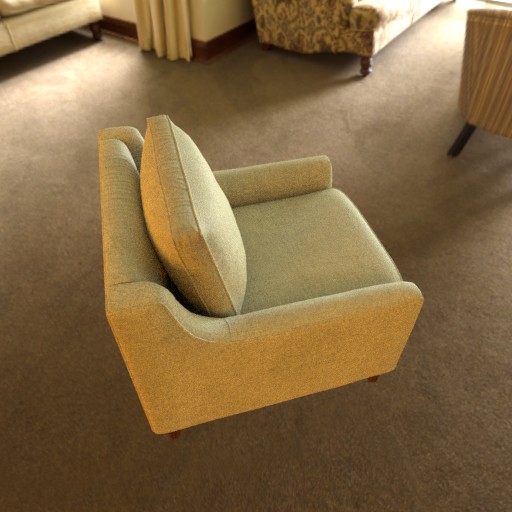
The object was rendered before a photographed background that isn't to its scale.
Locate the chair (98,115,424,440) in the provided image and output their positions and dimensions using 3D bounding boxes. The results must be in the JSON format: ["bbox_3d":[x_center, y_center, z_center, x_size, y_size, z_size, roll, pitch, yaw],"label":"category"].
[{"bbox_3d":[0.000,0.000,1.580,0.918,0.864,0.838,-11,47,-11],"label":"chair"}]
